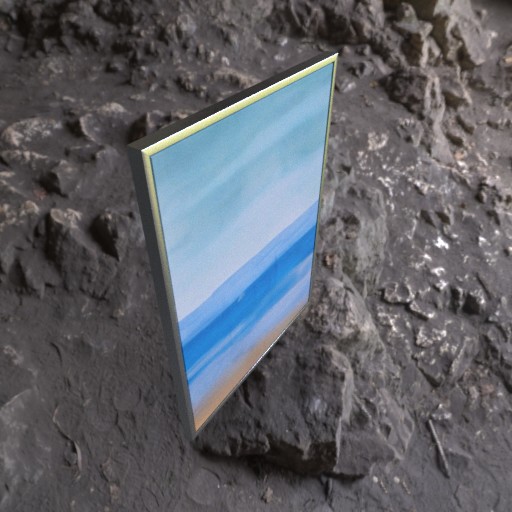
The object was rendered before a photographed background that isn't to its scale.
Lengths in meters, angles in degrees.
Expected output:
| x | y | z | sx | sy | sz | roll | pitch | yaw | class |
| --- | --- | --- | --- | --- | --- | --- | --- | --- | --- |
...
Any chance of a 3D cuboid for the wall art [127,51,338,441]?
| x | y | z | sx | sy | sz | roll | pitch | yaw | class |
| --- | --- | --- | --- | --- | --- | --- | --- | --- | --- |
| 0.000 | 0.000 | 1.426 | 0.041 | 1.062 | 0.803 | 24 | 45 | 26 | wall art |
